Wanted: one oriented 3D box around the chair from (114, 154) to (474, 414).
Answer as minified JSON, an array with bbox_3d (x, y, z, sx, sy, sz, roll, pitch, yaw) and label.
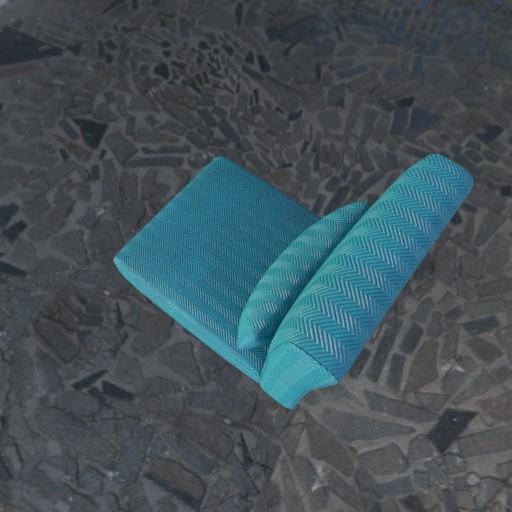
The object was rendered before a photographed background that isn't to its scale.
[{"bbox_3d":[0.000,0.000,1.385,0.808,0.927,0.579,35,69,16],"label":"chair"}]
